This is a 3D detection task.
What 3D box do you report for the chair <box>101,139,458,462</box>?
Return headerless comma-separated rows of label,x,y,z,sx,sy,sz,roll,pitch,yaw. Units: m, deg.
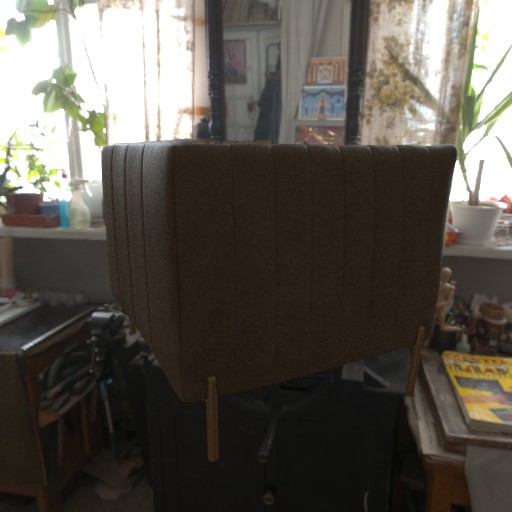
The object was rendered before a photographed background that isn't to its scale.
chair,0.000,0.000,1.563,0.876,0.779,0.981,-7,15,-27
